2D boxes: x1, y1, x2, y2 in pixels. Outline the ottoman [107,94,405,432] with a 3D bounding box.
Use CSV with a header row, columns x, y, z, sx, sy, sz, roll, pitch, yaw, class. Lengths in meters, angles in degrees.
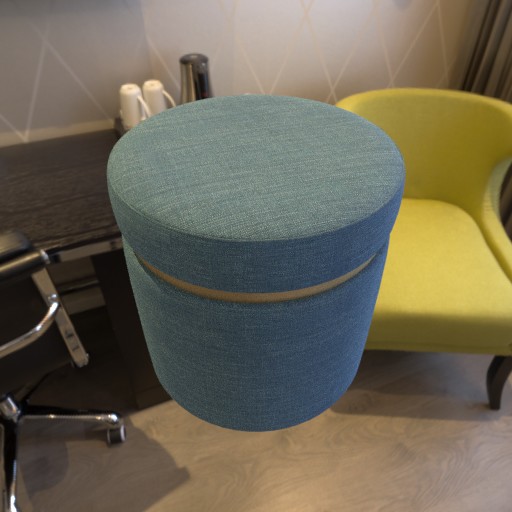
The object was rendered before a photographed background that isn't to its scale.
x,y,z,sx,sy,sz,roll,pitch,yaw,class
0.000,0.000,0.718,0.398,0.406,0.398,0,41,0,ottoman
